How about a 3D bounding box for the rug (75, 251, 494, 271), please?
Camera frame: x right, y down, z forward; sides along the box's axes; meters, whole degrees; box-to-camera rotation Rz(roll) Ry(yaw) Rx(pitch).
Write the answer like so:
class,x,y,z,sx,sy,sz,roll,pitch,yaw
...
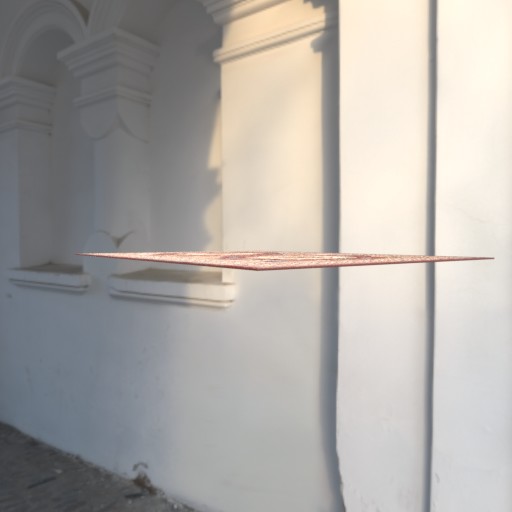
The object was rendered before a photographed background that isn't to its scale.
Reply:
class,x,y,z,sx,sy,sz,roll,pitch,yaw
rug,0.000,0.000,4.116,2.381,0.013,3.197,-1,2,-37
